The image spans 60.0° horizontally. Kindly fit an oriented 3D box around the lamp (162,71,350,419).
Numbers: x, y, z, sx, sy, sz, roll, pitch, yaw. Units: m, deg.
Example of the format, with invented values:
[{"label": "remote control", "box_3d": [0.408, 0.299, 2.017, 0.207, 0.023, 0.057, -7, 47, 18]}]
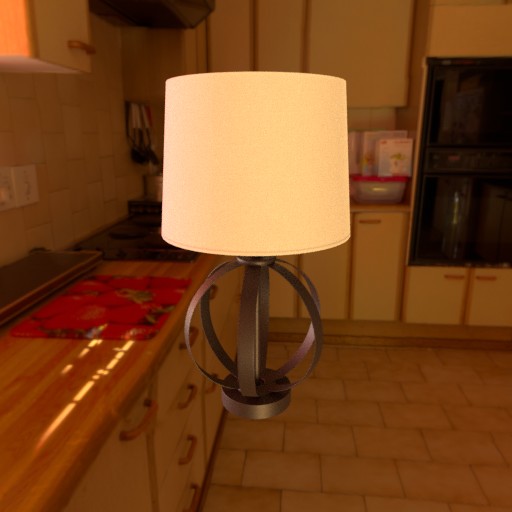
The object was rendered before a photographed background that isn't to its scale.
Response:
[{"label": "lamp", "box_3d": [0.000, 0.000, 0.699, 0.286, 0.510, 0.286, 0, 16, 0]}]
